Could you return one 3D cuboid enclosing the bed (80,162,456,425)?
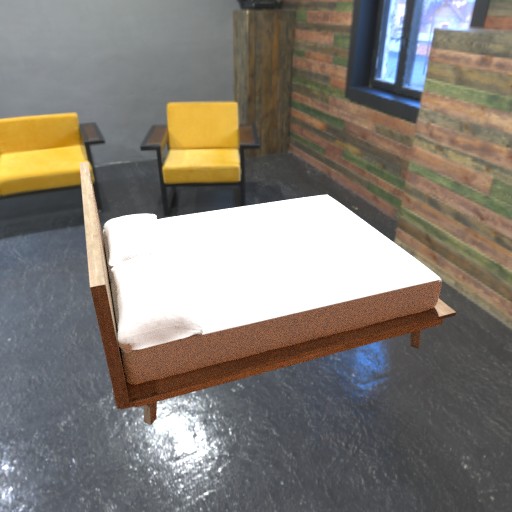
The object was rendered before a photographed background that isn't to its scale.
[{"bbox_3d":[0.000,0.000,3.148,2.145,1.071,1.759,-10,31,-18],"label":"bed"}]
